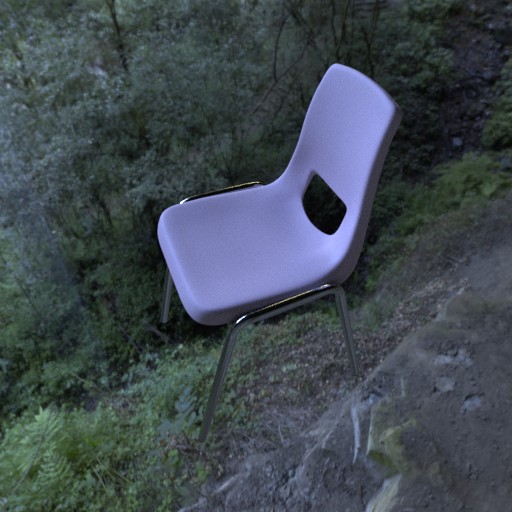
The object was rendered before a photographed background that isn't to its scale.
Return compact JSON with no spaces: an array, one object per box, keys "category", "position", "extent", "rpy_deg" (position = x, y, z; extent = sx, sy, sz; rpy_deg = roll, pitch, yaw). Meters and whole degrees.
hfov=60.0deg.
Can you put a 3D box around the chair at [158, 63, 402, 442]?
[{"category":"chair","position":[0.000,0.000,0.950],"extent":[0.436,0.704,0.381],"rpy_deg":[-16,47,-16]}]
